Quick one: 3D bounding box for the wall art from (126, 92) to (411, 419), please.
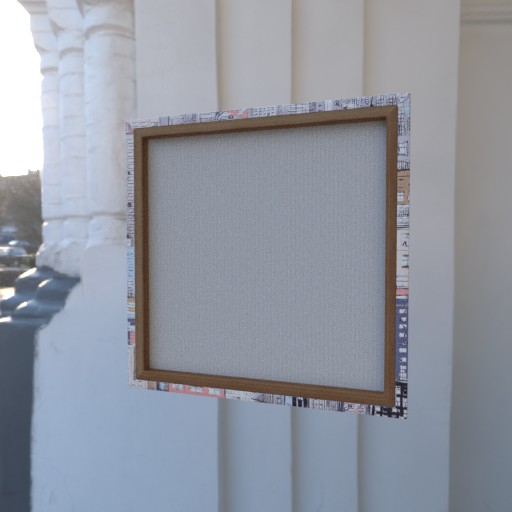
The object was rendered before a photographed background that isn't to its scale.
[{"bbox_3d":[0.000,0.000,1.167,0.761,0.762,0.048,1,2,18],"label":"wall art"}]
